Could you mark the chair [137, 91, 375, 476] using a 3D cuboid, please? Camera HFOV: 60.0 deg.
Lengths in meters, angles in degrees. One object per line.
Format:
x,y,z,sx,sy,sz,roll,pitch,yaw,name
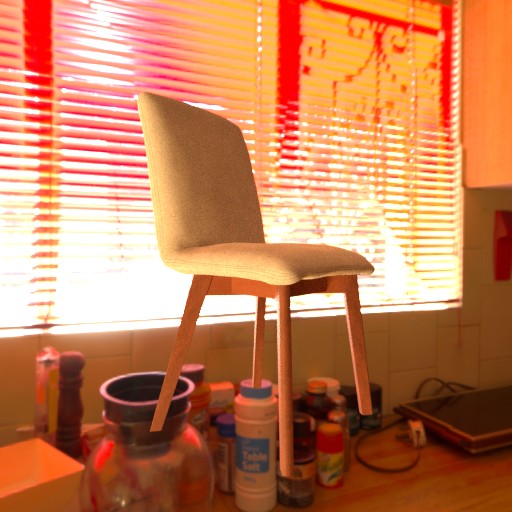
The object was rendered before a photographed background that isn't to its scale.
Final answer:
0.000,0.000,1.327,0.563,0.974,0.522,1,1,37,chair
